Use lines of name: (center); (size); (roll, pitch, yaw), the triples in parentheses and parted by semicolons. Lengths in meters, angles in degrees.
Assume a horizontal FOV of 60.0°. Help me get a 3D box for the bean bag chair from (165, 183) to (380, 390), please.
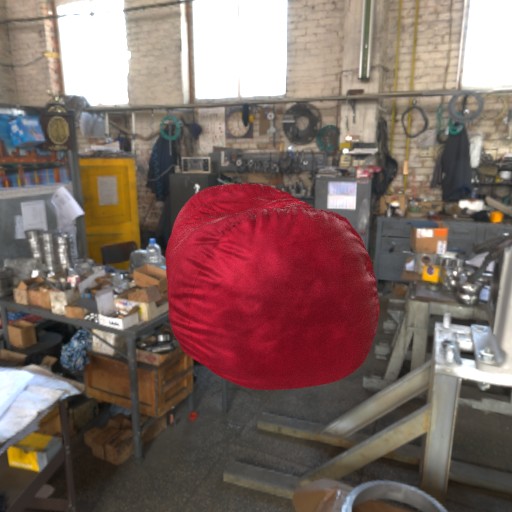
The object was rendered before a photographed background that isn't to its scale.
bean bag chair: (0.000, 0.000, 2.961); (1.216, 0.867, 2.293); (-2, 14, -10)
